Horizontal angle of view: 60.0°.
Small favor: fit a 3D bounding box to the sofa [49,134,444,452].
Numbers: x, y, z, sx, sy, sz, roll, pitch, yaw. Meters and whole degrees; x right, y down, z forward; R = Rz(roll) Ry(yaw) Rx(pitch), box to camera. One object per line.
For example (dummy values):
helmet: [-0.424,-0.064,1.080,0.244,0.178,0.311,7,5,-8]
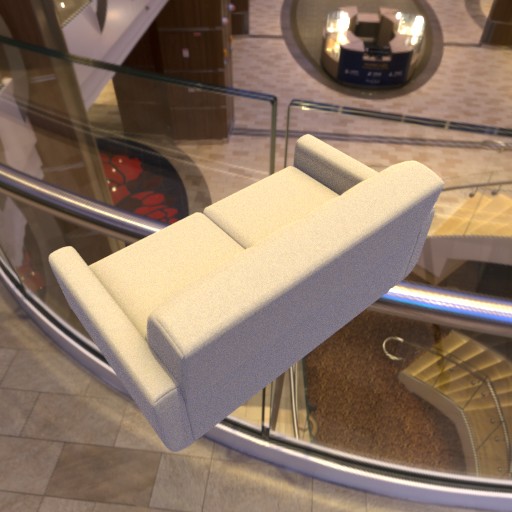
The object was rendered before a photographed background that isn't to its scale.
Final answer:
sofa: [0.000,0.000,2.207,1.655,0.892,0.980,-31,53,-27]
